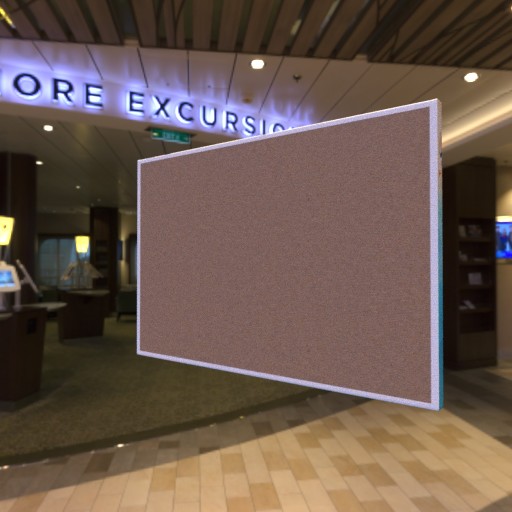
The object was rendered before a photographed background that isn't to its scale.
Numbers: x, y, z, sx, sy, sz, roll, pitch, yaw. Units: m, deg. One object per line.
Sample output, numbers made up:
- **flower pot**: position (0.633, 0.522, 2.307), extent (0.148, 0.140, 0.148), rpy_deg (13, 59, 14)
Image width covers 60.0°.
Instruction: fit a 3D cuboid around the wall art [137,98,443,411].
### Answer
- **wall art**: position (0.000, 0.000, 1.437), extent (1.136, 0.769, 0.040), rpy_deg (-1, -1, 36)
